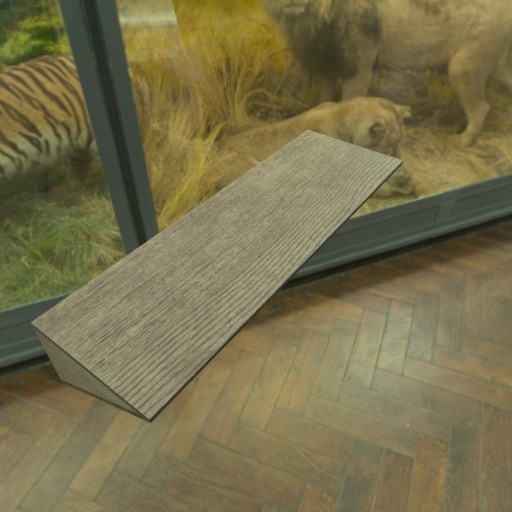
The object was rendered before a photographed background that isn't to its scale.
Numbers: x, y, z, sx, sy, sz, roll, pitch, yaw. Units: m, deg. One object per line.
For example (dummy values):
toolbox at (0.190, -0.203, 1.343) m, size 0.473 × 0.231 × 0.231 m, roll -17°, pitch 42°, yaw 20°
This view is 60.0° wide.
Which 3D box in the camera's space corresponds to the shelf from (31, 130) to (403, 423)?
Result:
shelf at (0.000, 0.000, 0.694) m, size 0.200 × 0.125 × 0.610 m, roll 27°, pitch 49°, yaw 26°
